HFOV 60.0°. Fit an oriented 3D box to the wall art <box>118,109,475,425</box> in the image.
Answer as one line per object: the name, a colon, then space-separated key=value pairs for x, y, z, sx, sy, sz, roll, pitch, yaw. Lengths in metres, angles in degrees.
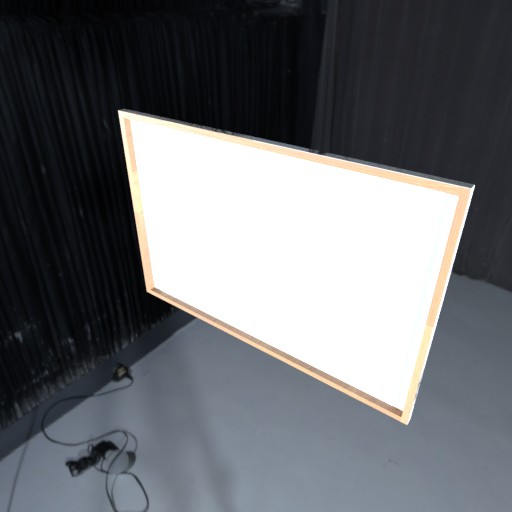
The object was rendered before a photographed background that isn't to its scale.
wall art: x=0.000 y=0.000 z=1.140 sx=0.914 sy=0.607 sz=0.023 roll=21 pitch=37 yaw=30
